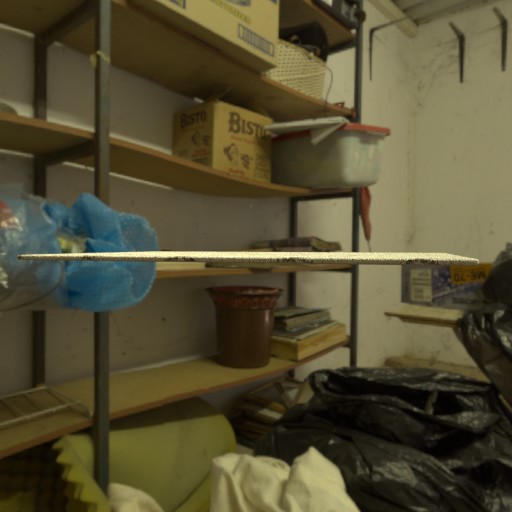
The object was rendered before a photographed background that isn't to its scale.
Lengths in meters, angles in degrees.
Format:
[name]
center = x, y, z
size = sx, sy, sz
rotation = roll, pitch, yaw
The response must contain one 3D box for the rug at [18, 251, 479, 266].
[rug]
center = 0.000, 0.000, 2.914
size = 2.438, 0.030, 1.524
rotation = 0, 1, 19
